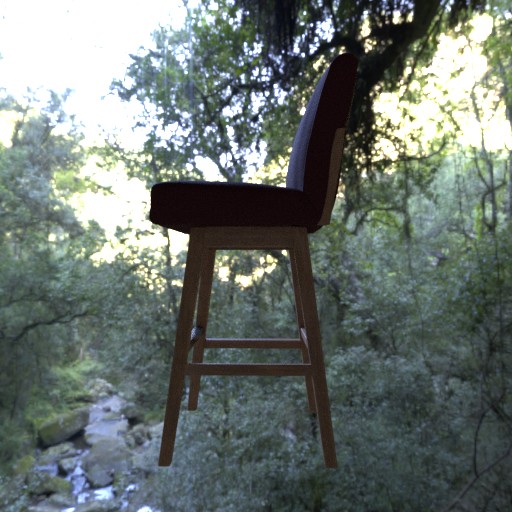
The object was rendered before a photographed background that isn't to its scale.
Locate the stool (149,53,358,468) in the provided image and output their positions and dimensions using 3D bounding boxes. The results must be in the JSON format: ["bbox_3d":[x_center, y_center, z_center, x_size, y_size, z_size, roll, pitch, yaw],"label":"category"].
[{"bbox_3d":[0.000,0.000,1.371,0.562,1.093,0.468,0,-1,1],"label":"stool"}]
